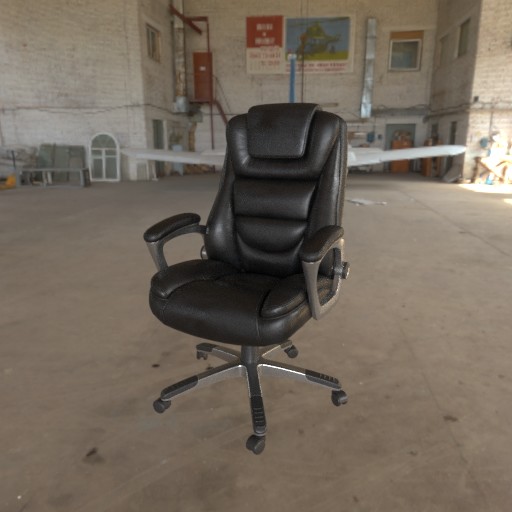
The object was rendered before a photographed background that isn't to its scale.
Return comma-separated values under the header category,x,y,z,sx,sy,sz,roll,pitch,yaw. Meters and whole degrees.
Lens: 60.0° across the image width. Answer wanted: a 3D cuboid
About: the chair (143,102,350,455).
category,x,y,z,sx,sy,sz,roll,pitch,yaw
chair,0.000,0.000,1.585,0.697,1.075,0.689,7,16,25
